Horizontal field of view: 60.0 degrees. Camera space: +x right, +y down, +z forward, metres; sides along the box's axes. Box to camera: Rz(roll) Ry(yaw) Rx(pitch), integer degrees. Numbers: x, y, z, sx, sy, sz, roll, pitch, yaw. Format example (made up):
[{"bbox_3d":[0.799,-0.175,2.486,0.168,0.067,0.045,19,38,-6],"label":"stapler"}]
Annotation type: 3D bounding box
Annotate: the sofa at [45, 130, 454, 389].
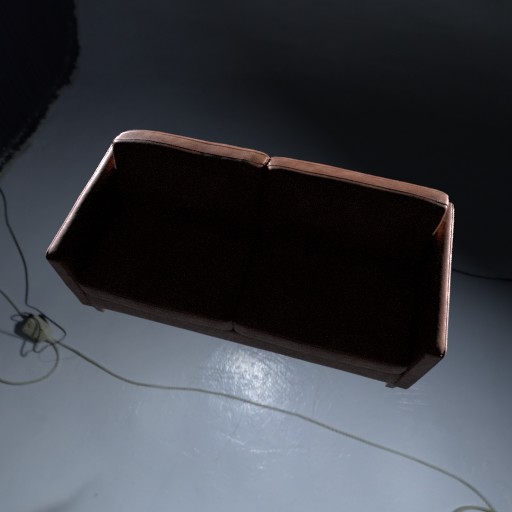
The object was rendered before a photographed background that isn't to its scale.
[{"bbox_3d":[0.000,0.000,2.478,1.971,0.863,0.923,13,60,8],"label":"sofa"}]
